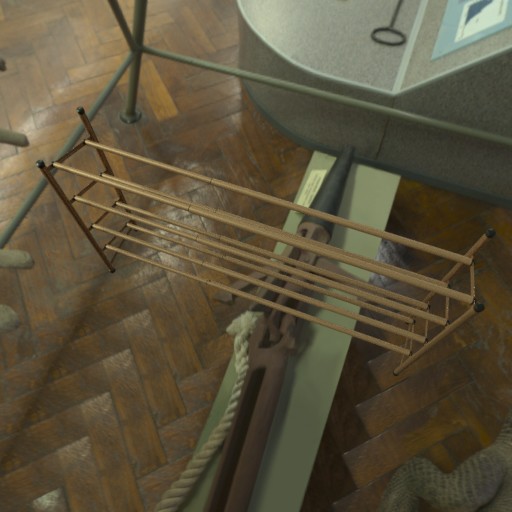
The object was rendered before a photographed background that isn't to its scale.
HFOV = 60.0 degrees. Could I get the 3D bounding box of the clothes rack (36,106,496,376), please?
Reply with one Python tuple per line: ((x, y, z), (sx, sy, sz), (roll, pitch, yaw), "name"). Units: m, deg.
((0.000, 0.000, 1.420), (1.168, 0.672, 0.229), (19, 64, 9), "clothes rack")
